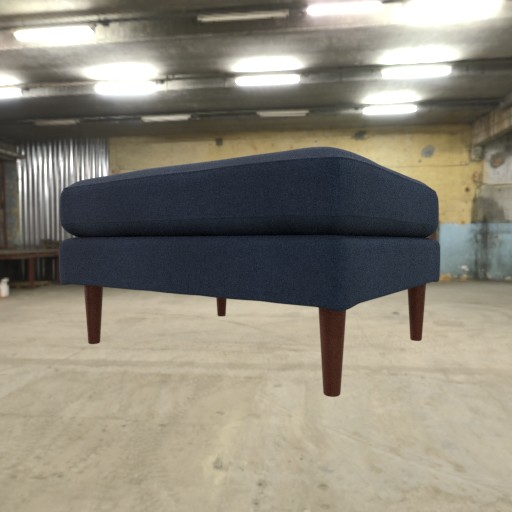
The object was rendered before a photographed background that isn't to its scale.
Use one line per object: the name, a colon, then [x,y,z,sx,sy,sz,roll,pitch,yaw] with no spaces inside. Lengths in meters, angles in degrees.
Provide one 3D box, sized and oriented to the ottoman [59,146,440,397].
ottoman: [0.000,0.000,1.223,0.821,0.474,0.693,1,2,35]
